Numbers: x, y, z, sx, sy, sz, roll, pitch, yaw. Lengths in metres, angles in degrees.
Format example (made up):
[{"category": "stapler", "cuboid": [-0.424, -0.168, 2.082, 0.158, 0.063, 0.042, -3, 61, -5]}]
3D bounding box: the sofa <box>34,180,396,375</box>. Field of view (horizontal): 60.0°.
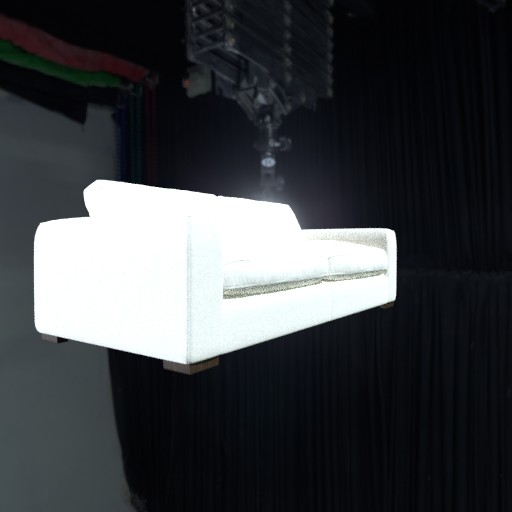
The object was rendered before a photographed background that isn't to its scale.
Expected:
[{"category": "sofa", "cuboid": [0.000, 0.000, 2.754, 1.070, 0.801, 2.262, 1, 2, 36]}]
